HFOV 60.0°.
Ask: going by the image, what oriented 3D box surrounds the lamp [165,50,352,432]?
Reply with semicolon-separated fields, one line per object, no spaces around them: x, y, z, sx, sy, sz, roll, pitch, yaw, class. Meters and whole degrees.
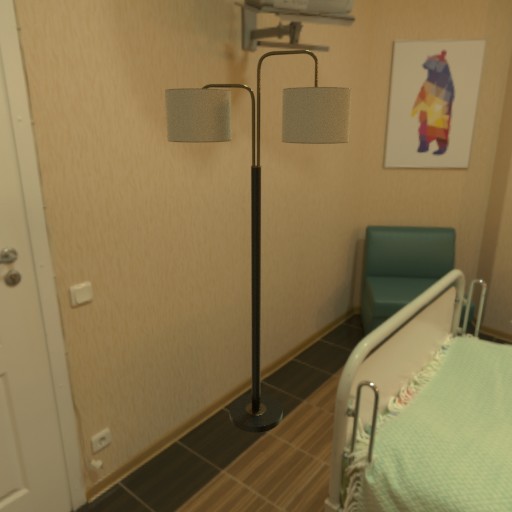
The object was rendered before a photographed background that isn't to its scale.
0.000;0.000;1.879;0.711;1.587;0.254;3;18;10;lamp
